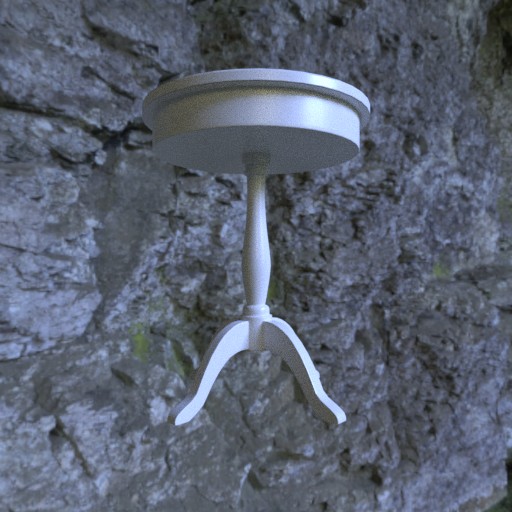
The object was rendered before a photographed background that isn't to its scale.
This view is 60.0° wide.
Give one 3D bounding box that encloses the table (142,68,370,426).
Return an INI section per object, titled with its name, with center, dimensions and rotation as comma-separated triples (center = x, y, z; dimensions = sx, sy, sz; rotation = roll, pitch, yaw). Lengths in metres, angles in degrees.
[table]
center = 0.000, 0.000, 1.026
dimensions = 0.513, 0.653, 0.513
rotation = 0, 0, 0
